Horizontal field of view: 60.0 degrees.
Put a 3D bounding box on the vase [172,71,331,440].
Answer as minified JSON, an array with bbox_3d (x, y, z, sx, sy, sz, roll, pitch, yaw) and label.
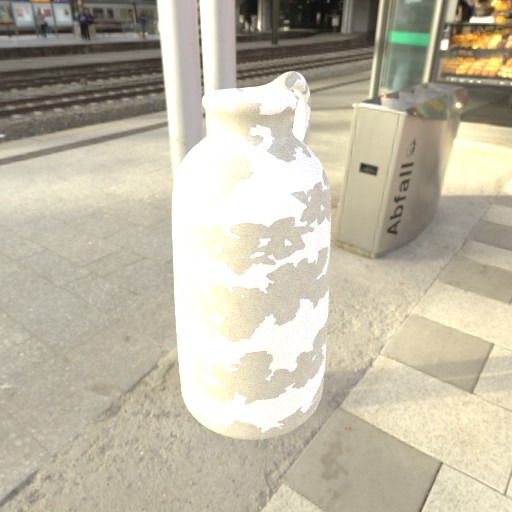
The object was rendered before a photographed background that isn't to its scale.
[{"bbox_3d":[0.000,0.000,0.507,0.186,0.382,0.203,19,33,31],"label":"vase"}]
